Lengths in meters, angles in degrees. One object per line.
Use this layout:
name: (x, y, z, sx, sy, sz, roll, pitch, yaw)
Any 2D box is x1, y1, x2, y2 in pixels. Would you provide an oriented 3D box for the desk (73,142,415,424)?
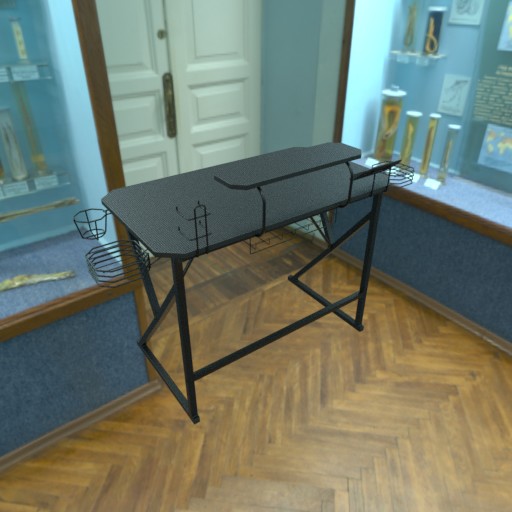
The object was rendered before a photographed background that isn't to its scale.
desk: (0.000, 0.000, 1.739, 1.290, 0.880, 0.580, -21, 37, -30)
